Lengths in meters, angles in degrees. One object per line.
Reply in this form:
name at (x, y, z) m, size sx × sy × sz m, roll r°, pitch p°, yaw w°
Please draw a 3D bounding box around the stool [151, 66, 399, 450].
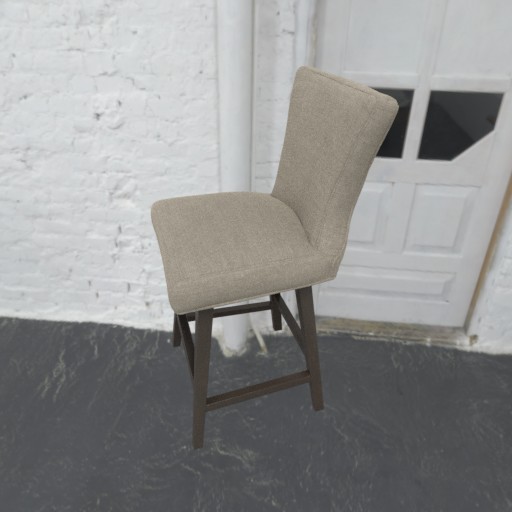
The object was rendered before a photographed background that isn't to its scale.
stool at (0.000, 0.000, 1.354) m, size 0.574 × 1.000 × 0.514 m, roll -9°, pitch 32°, yaw -14°
